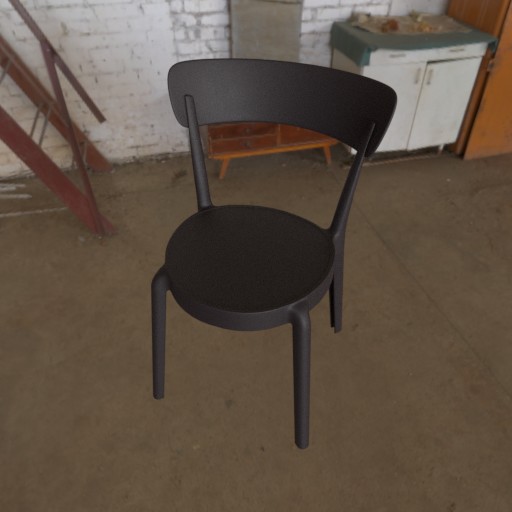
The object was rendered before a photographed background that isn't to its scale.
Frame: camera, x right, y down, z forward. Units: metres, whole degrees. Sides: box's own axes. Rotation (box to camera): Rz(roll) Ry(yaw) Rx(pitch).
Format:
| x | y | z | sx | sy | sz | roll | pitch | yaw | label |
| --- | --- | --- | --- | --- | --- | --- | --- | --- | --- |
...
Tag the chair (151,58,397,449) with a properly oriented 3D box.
| x | y | z | sx | sy | sz | roll | pitch | yaw | label |
| --- | --- | --- | --- | --- | --- | --- | --- | --- | --- |
| 0.000 | 0.000 | 1.100 | 0.506 | 0.790 | 0.491 | 13 | 43 | 15 | chair |
